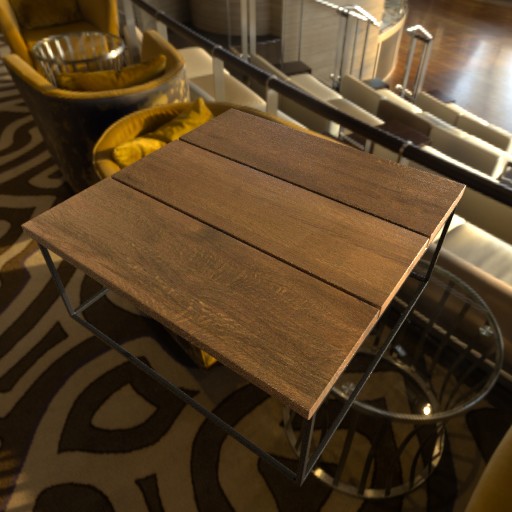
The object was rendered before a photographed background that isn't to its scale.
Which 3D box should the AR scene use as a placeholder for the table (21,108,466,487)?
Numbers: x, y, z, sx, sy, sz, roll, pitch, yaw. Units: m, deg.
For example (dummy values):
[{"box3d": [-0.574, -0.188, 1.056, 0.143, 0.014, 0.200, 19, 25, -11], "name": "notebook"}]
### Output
[{"box3d": [0.000, 0.000, 1.392, 0.900, 0.400, 0.900, 26, 49, 26], "name": "table"}]
